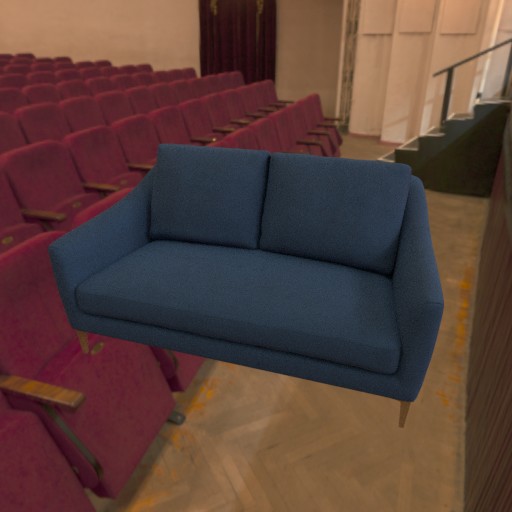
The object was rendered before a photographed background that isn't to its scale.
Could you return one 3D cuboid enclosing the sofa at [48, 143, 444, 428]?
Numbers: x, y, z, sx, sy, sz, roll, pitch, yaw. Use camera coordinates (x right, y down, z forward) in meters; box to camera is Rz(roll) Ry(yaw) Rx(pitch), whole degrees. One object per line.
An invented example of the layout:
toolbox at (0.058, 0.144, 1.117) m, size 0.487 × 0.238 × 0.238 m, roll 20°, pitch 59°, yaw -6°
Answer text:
sofa at (0.000, 0.000, 2.146) m, size 1.619 × 0.902 × 0.960 m, roll 8°, pitch 27°, yaw 16°
